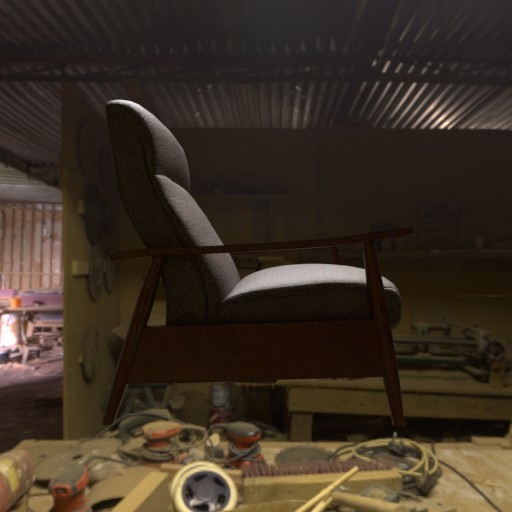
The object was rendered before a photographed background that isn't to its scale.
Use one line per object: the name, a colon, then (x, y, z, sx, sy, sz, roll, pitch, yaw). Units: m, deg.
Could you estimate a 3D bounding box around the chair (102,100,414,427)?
chair: (0.000, 0.000, 1.774, 1.014, 1.081, 0.762, 0, 0, 1)
